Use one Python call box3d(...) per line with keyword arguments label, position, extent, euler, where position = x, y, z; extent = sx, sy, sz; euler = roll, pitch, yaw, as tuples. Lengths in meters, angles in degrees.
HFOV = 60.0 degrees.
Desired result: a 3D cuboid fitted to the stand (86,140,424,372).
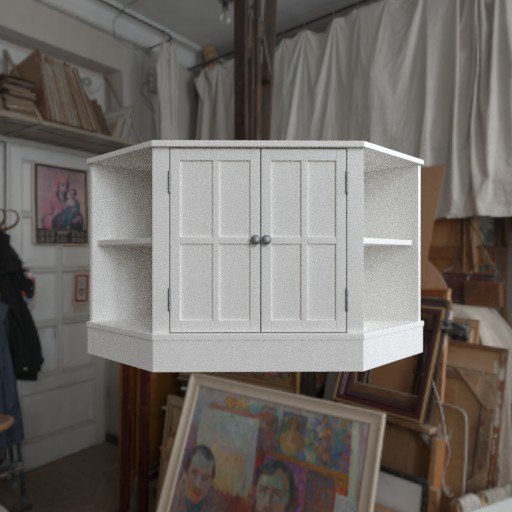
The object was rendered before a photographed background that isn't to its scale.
box3d(label="stand", position=(0.000, 0.000, 1.409), extent=(1.072, 0.614, 0.477), euler=(0, 0, -1))
